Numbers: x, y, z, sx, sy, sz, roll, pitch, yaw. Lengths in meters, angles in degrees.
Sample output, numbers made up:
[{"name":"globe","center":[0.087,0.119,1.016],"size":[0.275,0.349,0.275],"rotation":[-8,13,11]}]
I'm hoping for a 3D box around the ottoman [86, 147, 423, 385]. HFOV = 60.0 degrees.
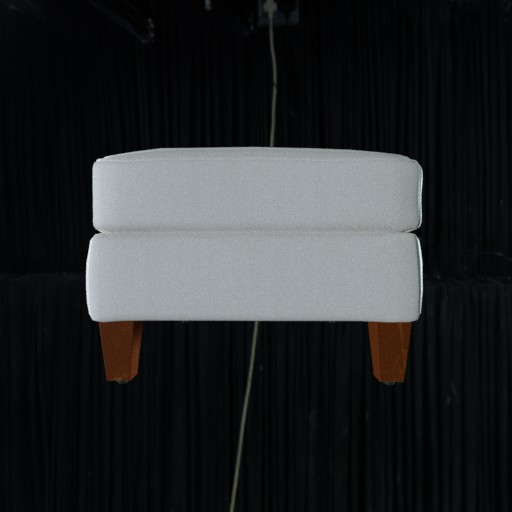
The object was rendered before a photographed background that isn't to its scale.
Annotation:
[{"name":"ottoman","center":[0.000,0.000,1.202],"size":[0.634,0.479,0.818],"rotation":[0,1,1]}]
